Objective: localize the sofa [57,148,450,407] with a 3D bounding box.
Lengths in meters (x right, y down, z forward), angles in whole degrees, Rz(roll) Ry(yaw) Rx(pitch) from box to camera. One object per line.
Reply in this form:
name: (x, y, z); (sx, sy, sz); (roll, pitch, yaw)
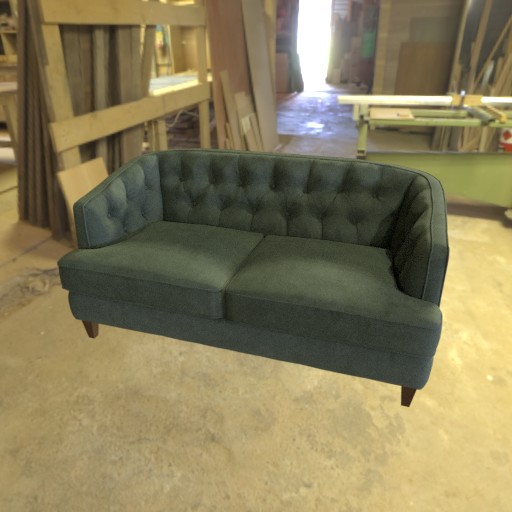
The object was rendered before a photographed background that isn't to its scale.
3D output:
sofa: (0.000, 0.000, 2.247); (1.733, 0.855, 0.941); (8, 27, 16)
